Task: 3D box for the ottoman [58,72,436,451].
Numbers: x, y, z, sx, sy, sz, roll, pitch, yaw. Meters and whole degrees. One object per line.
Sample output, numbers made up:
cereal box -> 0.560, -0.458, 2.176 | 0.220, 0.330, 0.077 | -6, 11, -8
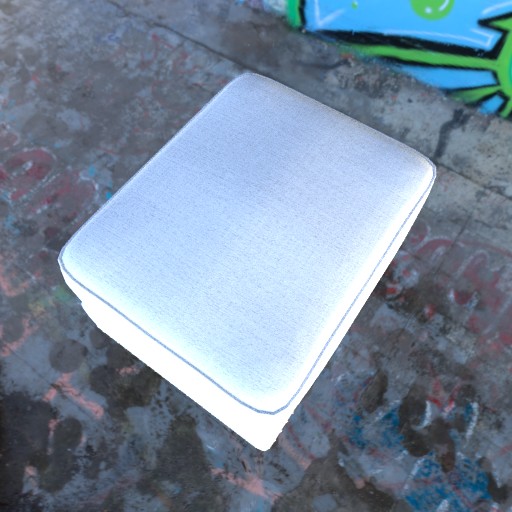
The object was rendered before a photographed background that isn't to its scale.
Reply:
ottoman -> 0.000, 0.000, 1.151 | 0.589, 0.537, 0.738 | 32, 67, 15
